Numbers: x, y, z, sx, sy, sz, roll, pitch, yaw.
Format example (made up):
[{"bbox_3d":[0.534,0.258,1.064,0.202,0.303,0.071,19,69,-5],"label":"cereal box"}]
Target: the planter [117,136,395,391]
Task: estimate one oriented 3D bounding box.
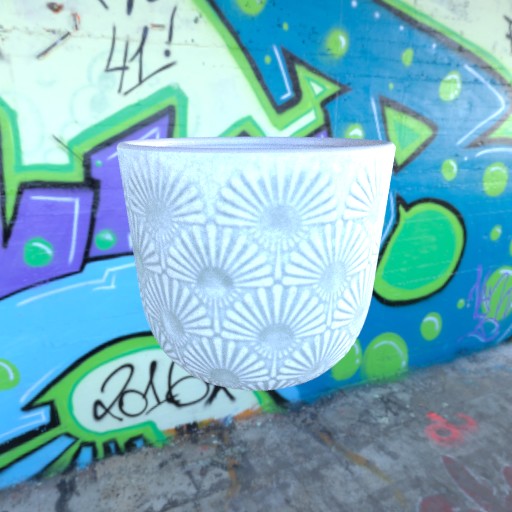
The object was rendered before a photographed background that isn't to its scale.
[{"bbox_3d":[0.000,0.000,0.303,0.170,0.152,0.170,0,17,0],"label":"planter"}]
